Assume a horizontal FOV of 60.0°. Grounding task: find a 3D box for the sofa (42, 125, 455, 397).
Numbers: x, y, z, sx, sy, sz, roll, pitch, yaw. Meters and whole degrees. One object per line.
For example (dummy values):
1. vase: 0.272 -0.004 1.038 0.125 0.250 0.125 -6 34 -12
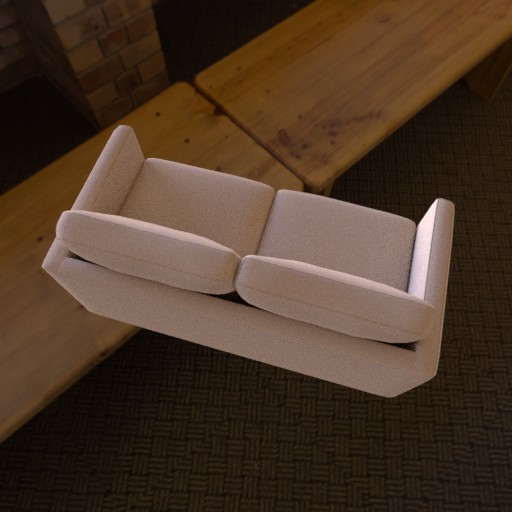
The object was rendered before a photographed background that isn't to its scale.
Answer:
1. sofa: 0.000 0.000 2.214 1.722 0.888 0.873 15 66 7
